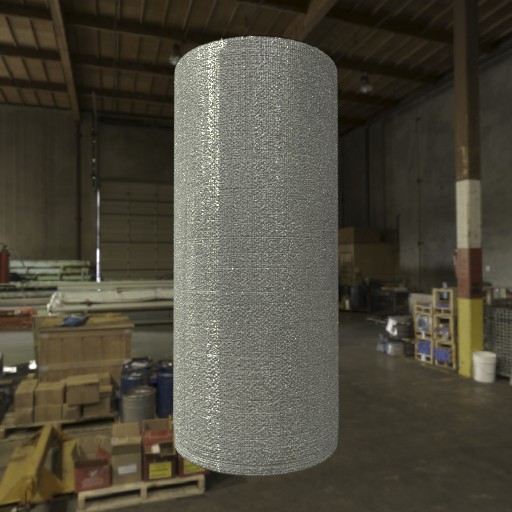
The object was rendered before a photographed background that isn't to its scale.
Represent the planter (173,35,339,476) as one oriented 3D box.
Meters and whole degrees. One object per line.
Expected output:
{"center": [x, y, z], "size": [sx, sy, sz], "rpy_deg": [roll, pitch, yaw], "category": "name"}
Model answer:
{"center": [0.000, 0.000, 0.125], "size": [0.045, 0.103, 0.045], "rpy_deg": [0, -1, -19], "category": "planter"}
